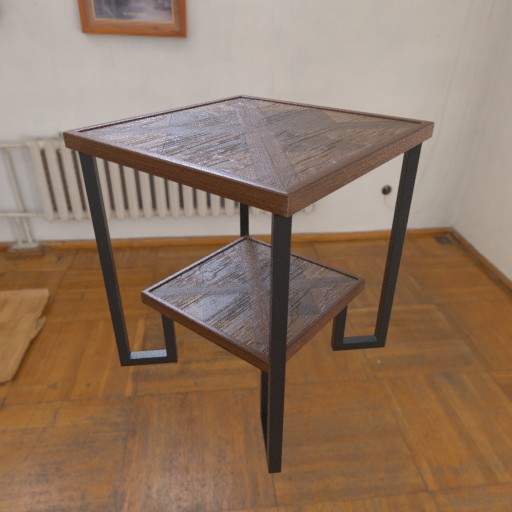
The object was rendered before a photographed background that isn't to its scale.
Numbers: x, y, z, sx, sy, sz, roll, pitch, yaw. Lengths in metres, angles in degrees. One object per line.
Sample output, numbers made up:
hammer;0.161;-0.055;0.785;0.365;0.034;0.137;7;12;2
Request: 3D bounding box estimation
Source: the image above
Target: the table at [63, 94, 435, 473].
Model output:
table;0.000;0.000;0.978;0.503;0.563;0.503;21;36;33
